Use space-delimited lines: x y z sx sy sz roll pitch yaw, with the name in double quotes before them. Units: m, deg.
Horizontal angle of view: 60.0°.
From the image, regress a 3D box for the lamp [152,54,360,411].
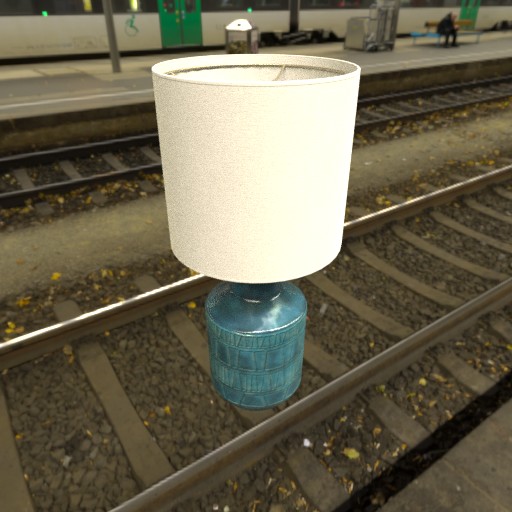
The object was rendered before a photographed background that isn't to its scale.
"lamp" 0.000 0.000 0.571 0.211 0.455 0.211 19 35 29
